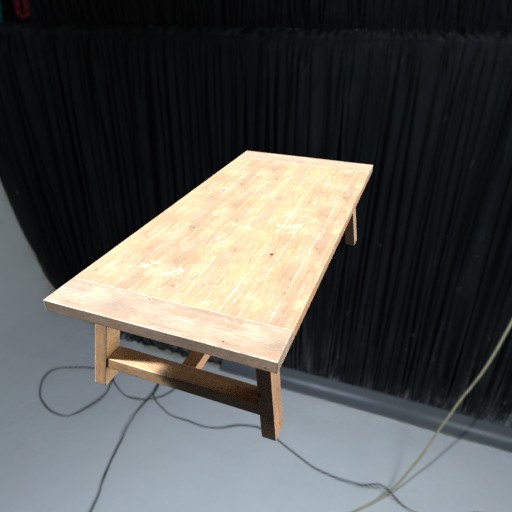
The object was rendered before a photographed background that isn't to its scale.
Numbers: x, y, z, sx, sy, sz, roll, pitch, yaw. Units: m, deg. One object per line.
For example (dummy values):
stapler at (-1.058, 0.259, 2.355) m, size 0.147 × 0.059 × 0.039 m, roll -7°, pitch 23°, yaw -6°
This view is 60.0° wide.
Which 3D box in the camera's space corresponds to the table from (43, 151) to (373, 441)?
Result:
table at (0.000, 0.000, 2.185) m, size 0.820 × 0.465 × 1.800 m, roll 11°, pitch 32°, yaw 18°
